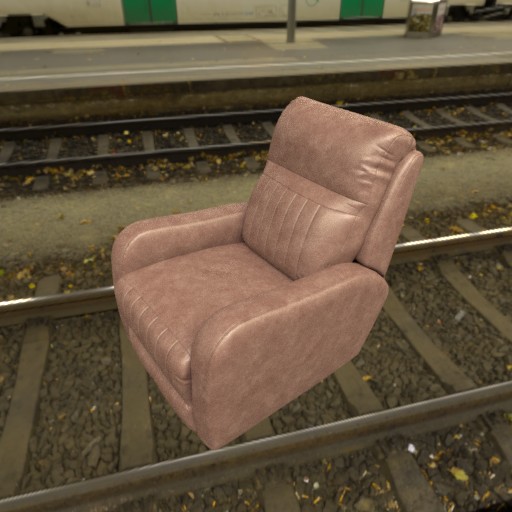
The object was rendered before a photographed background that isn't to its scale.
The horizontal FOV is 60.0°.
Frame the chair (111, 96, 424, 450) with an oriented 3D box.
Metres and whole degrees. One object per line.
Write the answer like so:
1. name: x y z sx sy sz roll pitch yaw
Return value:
1. chair: 0.000 0.000 1.839 1.067 1.067 0.865 -21 39 -29
